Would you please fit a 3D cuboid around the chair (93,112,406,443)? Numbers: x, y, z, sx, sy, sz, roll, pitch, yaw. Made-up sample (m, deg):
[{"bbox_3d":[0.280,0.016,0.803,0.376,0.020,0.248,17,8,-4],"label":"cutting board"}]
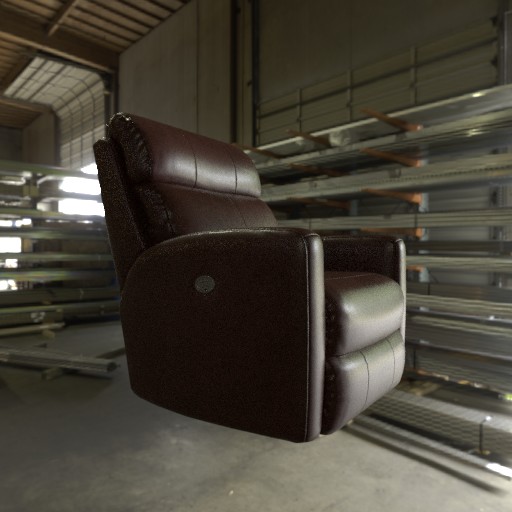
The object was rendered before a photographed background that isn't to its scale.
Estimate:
[{"bbox_3d":[0.000,0.000,1.603,0.939,1.016,0.787,1,1,36],"label":"chair"}]
